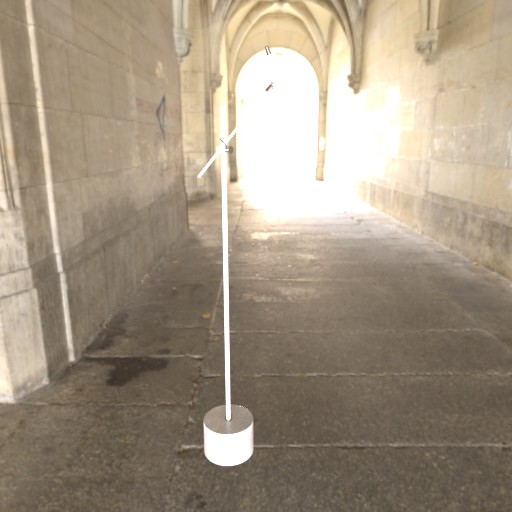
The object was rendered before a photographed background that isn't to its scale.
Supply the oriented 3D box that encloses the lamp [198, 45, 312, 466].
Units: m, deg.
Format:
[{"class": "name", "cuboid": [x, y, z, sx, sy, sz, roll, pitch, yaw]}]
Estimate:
[{"class": "lamp", "cuboid": [0.000, 0.000, 1.613, 0.508, 1.430, 0.223, -14, 20, -43]}]
